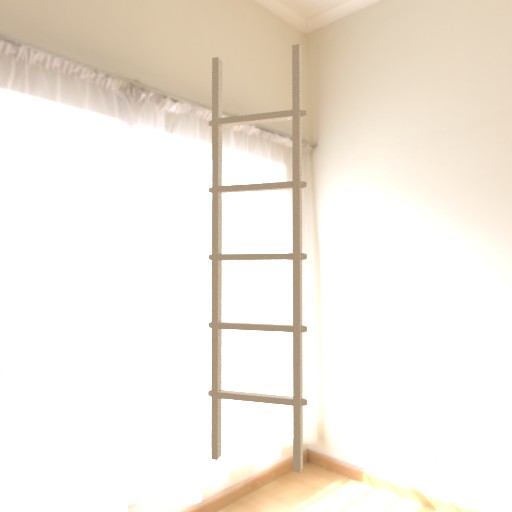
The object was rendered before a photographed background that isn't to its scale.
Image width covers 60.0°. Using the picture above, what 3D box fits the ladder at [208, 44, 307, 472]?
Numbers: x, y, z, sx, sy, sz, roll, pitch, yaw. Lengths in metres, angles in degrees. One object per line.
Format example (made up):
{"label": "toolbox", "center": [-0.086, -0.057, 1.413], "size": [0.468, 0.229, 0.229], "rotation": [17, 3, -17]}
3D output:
{"label": "ladder", "center": [0.000, 0.000, 1.944], "size": [0.452, 1.797, 0.051], "rotation": [-1, -2, 18]}
